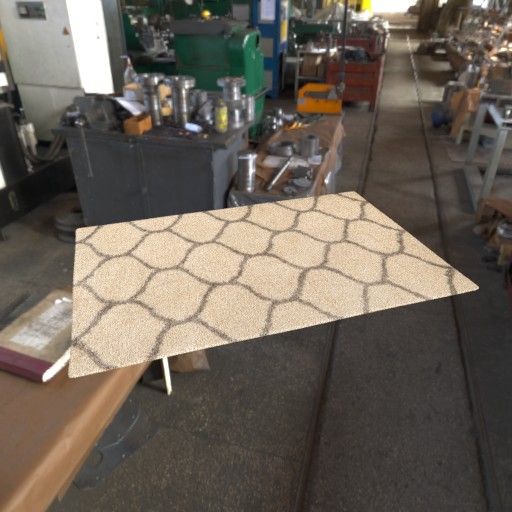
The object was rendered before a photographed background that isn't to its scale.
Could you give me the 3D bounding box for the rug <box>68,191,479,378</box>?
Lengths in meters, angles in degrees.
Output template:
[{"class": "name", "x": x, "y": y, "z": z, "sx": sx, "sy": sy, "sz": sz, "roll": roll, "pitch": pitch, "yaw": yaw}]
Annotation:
[{"class": "rug", "x": 0.000, "y": 0.000, "z": 3.466, "sx": 2.701, "sy": 0.026, "sz": 1.801, "roll": -9, "pitch": 32, "yaw": -15}]
